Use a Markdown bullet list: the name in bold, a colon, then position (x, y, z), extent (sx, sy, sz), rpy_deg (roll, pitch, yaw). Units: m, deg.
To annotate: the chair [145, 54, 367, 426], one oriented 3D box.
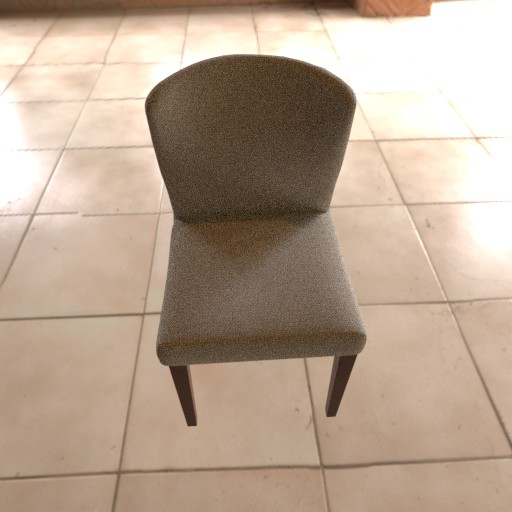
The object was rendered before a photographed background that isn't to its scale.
- **chair**: position (0.000, 0.000, 1.182), extent (0.491, 0.839, 0.589), rpy_deg (-3, 46, -3)
